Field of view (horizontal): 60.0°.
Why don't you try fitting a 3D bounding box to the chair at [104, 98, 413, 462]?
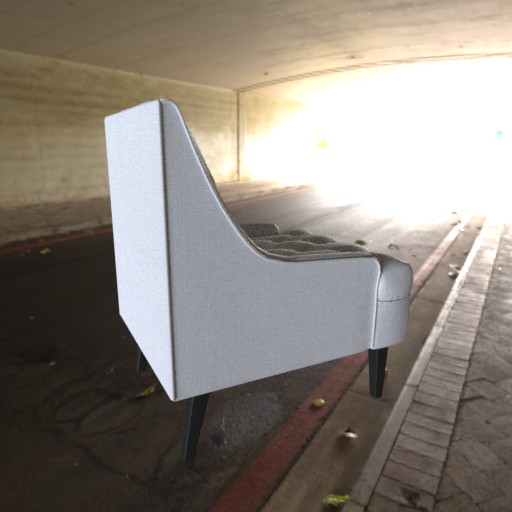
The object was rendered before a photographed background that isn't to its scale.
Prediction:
[{"bbox_3d":[0.000,0.000,1.422,0.772,0.891,0.658,-7,16,-26],"label":"chair"}]
